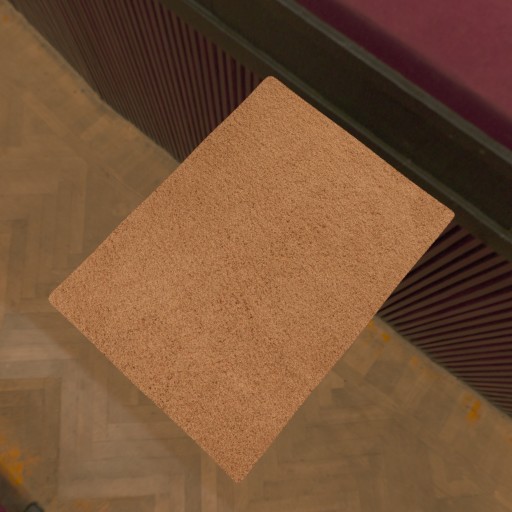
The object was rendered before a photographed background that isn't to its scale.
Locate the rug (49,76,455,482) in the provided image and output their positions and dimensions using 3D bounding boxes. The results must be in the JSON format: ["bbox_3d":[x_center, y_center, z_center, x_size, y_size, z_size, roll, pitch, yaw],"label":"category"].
[{"bbox_3d":[0.000,0.000,2.120,1.199,0.025,1.600,40,79,9],"label":"rug"}]
